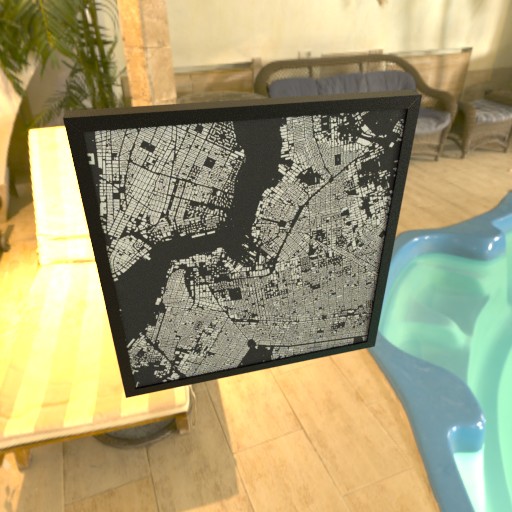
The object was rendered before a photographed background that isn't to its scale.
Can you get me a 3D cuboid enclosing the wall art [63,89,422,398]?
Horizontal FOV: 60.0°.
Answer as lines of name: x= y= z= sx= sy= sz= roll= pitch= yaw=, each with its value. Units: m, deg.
wall art: x=0.000 y=0.000 z=0.753 sx=0.506 sy=0.506 sz=0.038 roll=-8 pitch=33 yaw=-13
